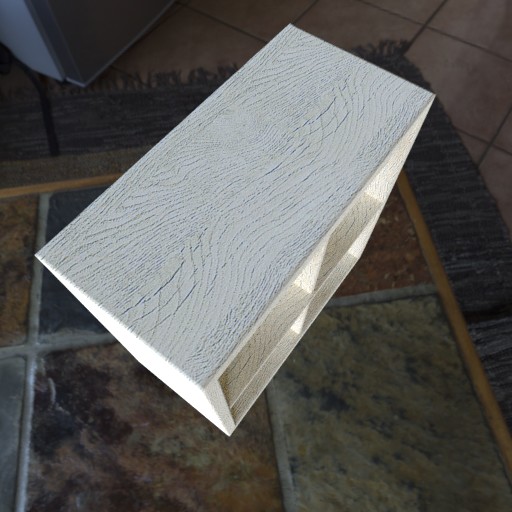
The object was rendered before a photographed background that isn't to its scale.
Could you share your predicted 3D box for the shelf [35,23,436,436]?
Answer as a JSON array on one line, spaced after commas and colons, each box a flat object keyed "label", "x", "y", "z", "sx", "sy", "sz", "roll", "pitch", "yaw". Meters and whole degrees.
[{"label": "shelf", "x": 0.000, "y": 0.000, "z": 1.229, "sx": 0.390, "sy": 0.786, "sz": 0.790, "roll": 34, "pitch": 68, "yaw": 16}]
